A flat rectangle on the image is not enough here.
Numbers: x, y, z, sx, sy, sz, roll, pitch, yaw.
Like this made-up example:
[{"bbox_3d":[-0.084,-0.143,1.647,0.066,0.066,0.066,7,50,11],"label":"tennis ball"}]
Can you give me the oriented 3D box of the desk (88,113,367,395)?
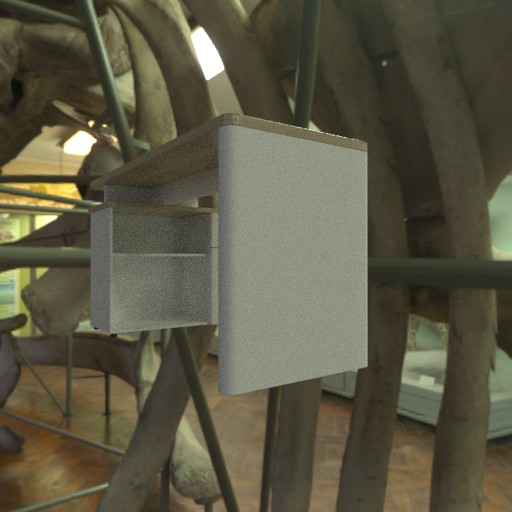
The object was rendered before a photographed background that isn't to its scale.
[{"bbox_3d":[0.000,0.000,2.098,1.175,0.770,1.400,0,0,-35],"label":"desk"}]
